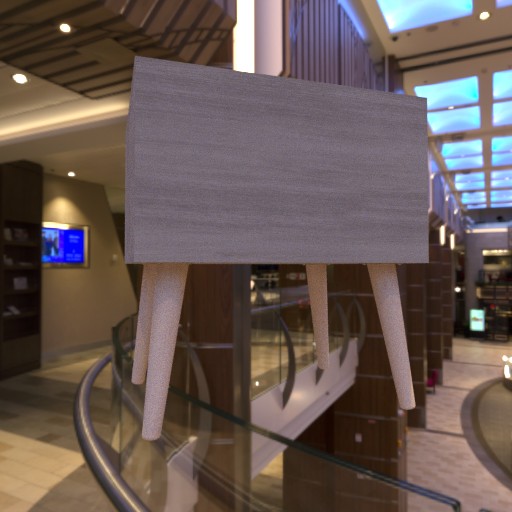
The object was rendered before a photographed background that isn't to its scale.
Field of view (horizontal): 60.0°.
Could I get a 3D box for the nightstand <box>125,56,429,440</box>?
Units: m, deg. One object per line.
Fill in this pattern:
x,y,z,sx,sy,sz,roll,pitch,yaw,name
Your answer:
0.000,0.000,0.811,0.450,0.500,0.380,0,-1,-18,nightstand
